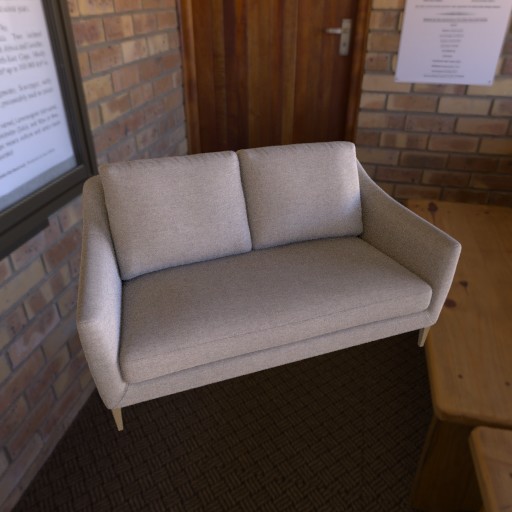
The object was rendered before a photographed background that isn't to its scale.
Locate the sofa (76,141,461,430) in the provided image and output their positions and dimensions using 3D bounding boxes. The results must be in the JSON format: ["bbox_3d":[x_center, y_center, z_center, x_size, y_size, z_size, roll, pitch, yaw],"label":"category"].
[{"bbox_3d":[0.000,0.000,2.170,1.619,0.904,0.960,-10,32,-17],"label":"sofa"}]
